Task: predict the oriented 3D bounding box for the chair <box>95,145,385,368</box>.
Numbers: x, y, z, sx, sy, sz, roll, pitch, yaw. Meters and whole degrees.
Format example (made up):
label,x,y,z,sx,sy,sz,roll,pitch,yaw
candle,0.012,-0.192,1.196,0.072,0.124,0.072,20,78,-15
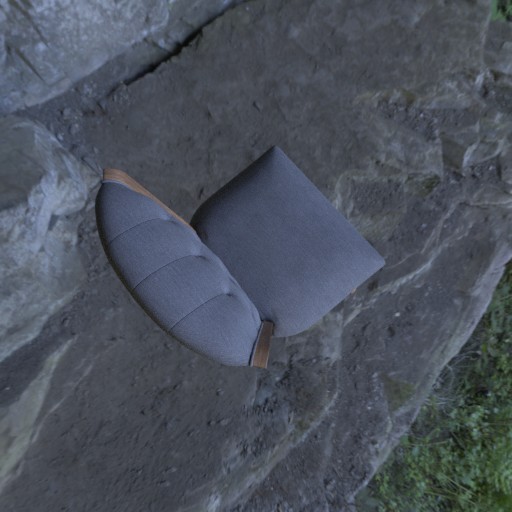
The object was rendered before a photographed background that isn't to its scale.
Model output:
label,x,y,z,sx,sy,sz,roll,pitch,yaw
chair,0.000,0.000,1.253,0.584,0.905,0.513,-39,78,-10
